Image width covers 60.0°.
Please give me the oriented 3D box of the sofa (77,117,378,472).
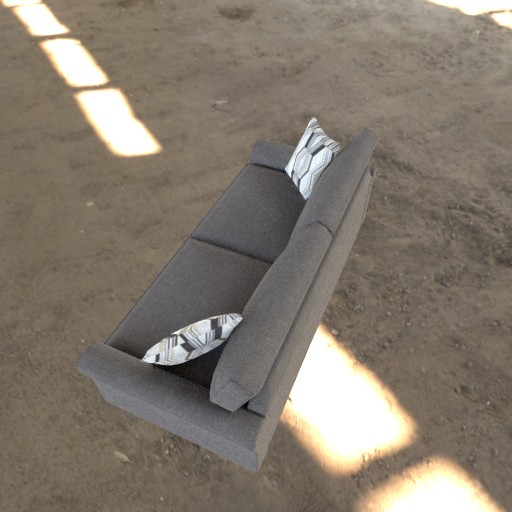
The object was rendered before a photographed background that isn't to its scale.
[{"bbox_3d":[0.000,0.000,2.538,0.889,0.813,2.032,18,49,16],"label":"sofa"}]
